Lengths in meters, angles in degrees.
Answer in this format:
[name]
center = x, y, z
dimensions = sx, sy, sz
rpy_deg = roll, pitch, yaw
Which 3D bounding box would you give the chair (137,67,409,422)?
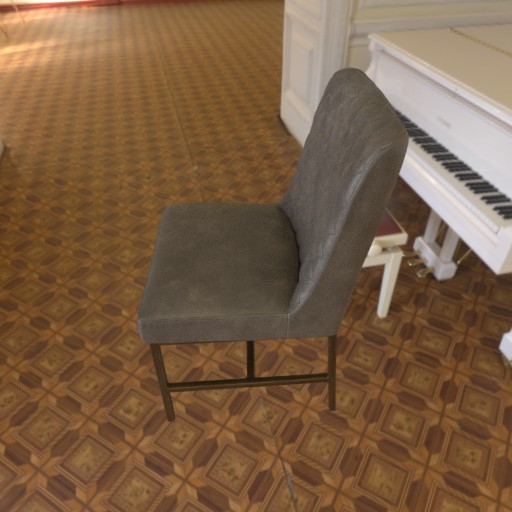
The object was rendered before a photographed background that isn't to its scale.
[chair]
center = 0.000, 0.000, 1.238
dimensions = 0.587, 0.889, 0.508
rpy_deg = -1, 40, -1
